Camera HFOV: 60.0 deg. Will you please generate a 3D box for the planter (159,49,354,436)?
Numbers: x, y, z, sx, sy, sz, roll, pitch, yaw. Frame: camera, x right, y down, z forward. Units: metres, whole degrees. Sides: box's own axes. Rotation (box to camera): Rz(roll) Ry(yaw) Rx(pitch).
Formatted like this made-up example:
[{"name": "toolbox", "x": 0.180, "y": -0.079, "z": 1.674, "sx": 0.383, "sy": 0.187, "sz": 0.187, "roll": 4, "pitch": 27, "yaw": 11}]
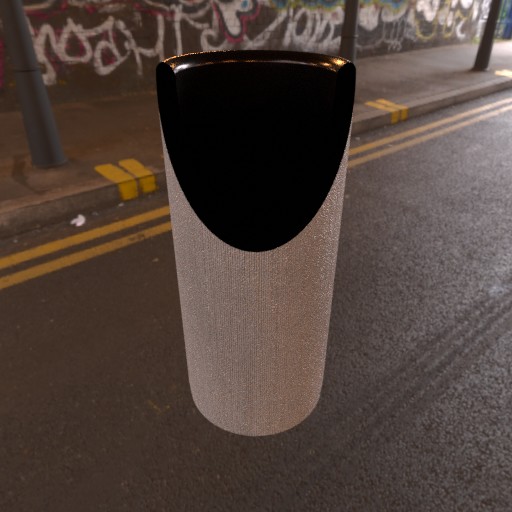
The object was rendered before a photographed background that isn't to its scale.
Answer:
[{"name": "planter", "x": 0.000, "y": 0.000, "z": 0.127, "sx": 0.045, "sy": 0.103, "sz": 0.045, "roll": -1, "pitch": 32, "yaw": -1}]
